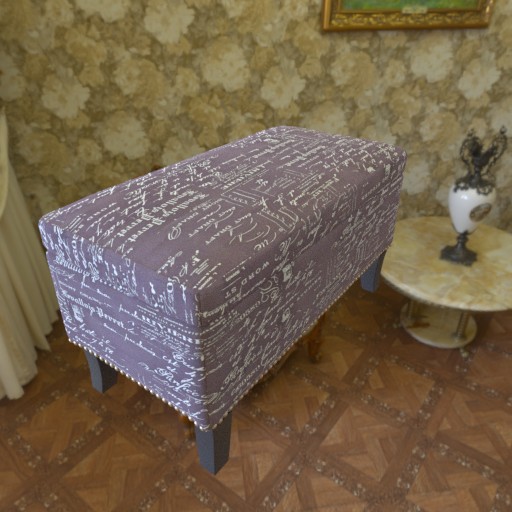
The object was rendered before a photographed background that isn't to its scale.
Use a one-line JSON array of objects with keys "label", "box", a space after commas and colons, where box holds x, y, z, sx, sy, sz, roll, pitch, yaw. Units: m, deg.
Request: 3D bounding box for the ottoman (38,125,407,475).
[{"label": "ottoman", "box": [0.000, 0.000, 1.066, 0.406, 0.457, 0.813, 21, 36, 31]}]
